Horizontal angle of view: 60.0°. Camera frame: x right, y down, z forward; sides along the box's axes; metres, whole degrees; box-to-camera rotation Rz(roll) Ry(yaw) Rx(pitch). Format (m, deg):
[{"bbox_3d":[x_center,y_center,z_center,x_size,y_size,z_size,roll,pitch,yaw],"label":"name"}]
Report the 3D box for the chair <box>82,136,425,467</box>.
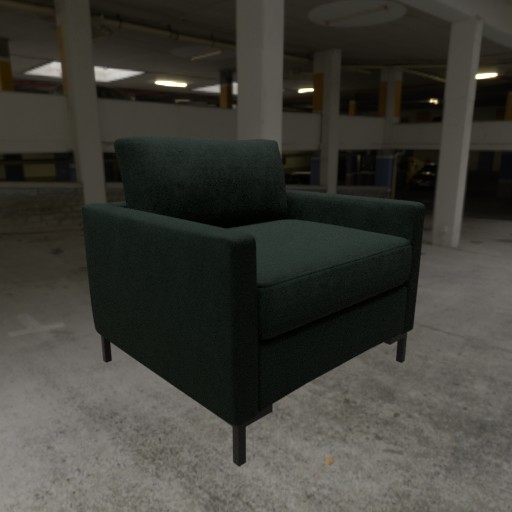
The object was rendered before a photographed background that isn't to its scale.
[{"bbox_3d":[0.000,0.000,1.647,0.963,0.861,0.866,-13,19,-42],"label":"chair"}]
